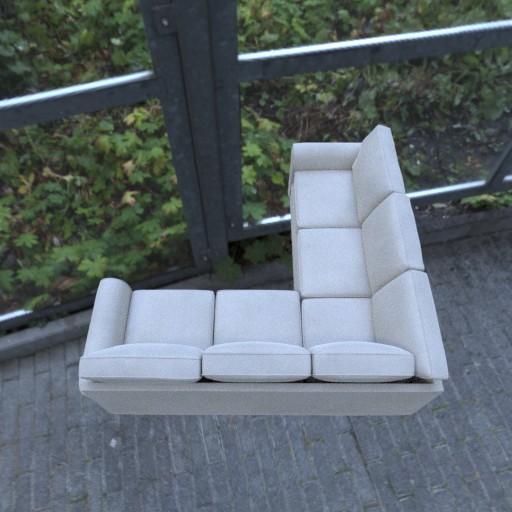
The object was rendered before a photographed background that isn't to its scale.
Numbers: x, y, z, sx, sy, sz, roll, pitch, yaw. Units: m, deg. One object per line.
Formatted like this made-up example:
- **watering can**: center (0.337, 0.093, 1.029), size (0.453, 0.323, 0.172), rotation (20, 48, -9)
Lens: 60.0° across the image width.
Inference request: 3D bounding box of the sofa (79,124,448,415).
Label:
- **sofa**: center (0.000, 0.000, 3.871), size (2.569, 1.054, 2.487), rotation (0, 59, 0)
